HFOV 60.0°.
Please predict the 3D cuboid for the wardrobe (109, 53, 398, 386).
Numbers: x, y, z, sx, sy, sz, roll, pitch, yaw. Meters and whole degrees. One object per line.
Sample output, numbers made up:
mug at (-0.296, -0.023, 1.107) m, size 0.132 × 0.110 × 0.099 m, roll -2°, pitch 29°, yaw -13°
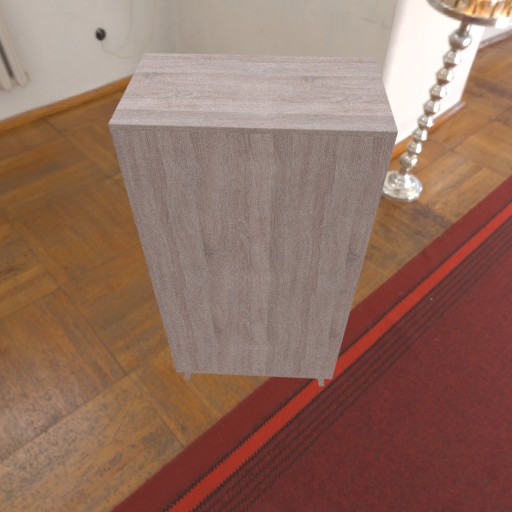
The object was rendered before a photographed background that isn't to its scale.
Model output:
wardrobe at (0.000, 0.000, 2.451) m, size 1.000 × 1.960 × 0.600 m, roll 2°, pitch 48°, yaw 2°
